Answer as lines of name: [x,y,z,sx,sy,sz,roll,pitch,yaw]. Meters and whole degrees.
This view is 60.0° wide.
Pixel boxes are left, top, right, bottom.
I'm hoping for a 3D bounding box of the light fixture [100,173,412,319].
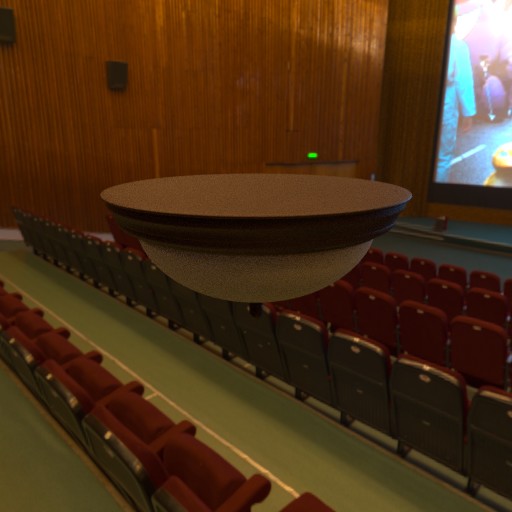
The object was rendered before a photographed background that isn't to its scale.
light fixture: [0.000,0.000,0.438,0.280,0.135,0.280,0,16,0]
